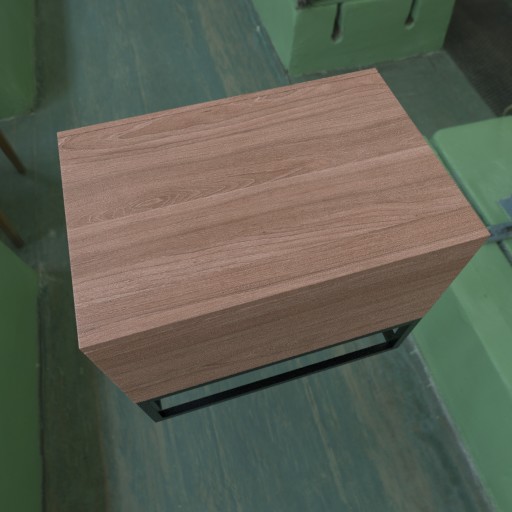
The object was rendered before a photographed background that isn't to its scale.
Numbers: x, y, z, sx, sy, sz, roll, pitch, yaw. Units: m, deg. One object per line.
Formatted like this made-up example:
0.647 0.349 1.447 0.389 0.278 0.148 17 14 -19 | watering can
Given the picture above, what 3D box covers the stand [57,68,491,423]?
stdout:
0.000 0.000 0.928 0.600 0.500 0.420 -15 60 -9 | stand
